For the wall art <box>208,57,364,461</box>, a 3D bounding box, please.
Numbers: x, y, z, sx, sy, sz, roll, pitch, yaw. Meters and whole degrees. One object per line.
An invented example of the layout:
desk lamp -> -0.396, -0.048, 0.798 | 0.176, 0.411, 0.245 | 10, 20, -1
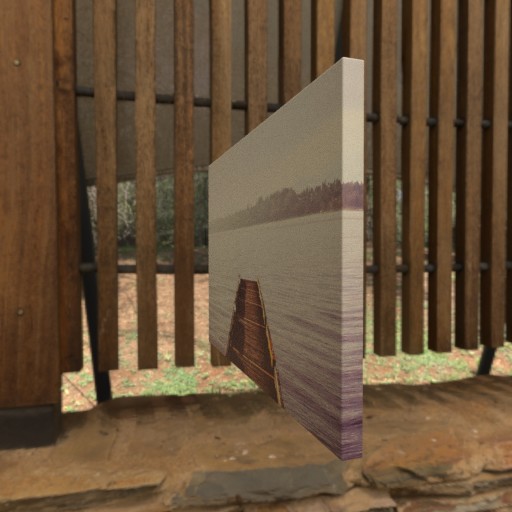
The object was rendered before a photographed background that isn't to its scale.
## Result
wall art -> 0.000, 0.000, 1.104 | 0.037, 0.609, 0.916 | 0, 1, -19
